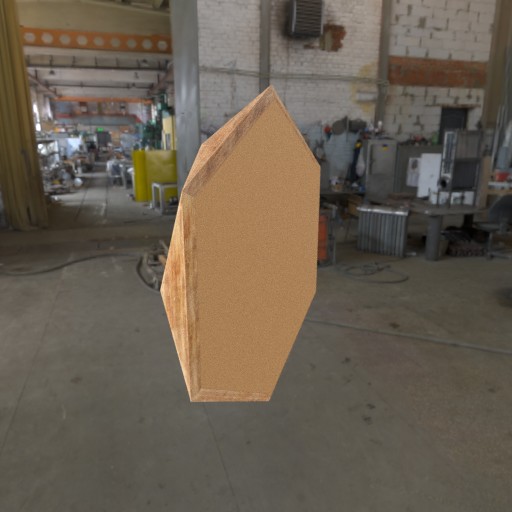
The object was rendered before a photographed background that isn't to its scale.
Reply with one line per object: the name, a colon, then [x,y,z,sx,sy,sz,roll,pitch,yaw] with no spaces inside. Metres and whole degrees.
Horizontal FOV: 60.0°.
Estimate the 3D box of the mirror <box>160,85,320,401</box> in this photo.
mirror: [0.000,0.000,1.080,0.091,0.779,0.675,8,17,26]
